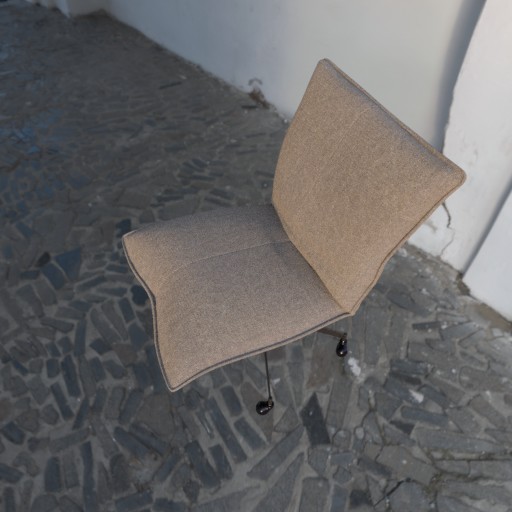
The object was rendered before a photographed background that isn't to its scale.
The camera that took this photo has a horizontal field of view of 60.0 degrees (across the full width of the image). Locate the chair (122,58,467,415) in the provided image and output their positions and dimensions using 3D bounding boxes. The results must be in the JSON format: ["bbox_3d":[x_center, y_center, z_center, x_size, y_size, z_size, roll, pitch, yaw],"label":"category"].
[{"bbox_3d":[0.000,0.000,1.274,0.696,0.811,0.597,-17,50,-15],"label":"chair"}]
